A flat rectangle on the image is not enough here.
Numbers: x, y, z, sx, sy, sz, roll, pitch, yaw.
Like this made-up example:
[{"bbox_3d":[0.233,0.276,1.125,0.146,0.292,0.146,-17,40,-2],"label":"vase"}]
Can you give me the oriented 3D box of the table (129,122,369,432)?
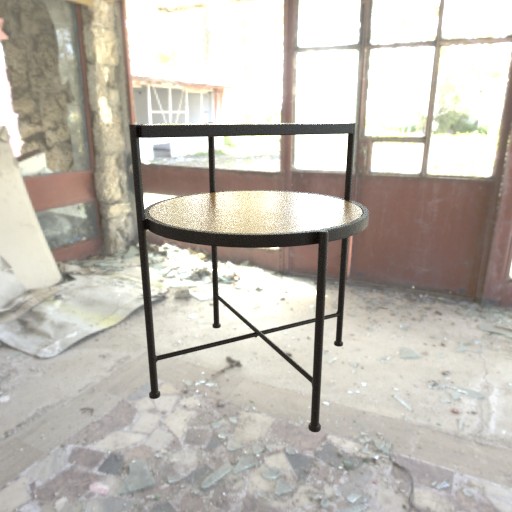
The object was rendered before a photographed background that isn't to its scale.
[{"bbox_3d":[0.000,0.000,1.196,0.629,0.684,0.628,-9,19,-26],"label":"table"}]
